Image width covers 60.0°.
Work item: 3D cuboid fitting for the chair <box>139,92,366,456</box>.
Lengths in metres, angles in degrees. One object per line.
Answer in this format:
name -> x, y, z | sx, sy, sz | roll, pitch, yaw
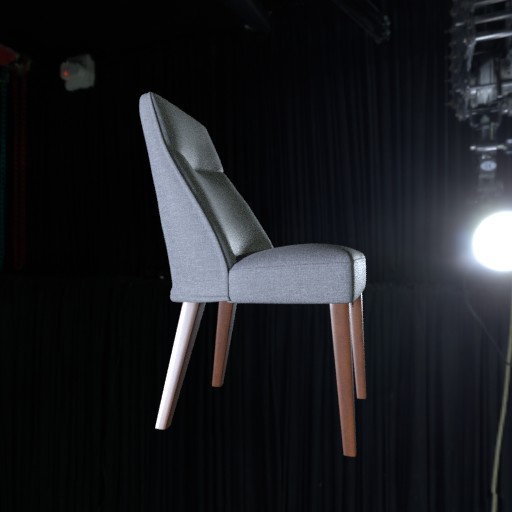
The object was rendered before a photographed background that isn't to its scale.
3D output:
chair -> 0.000, 0.000, 1.328 | 0.620, 0.930, 0.500 | 0, 0, 17
